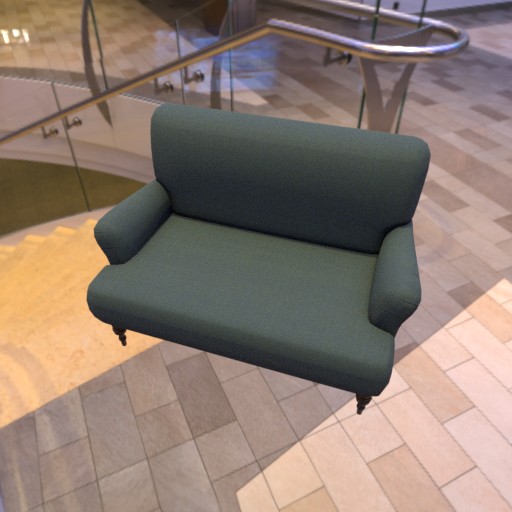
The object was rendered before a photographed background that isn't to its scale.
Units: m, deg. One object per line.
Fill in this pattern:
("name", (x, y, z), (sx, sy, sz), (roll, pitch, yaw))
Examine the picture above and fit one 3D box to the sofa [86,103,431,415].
("sofa", (0.000, 0.000, 1.849), (1.297, 0.889, 0.779), (12, 42, 14))
